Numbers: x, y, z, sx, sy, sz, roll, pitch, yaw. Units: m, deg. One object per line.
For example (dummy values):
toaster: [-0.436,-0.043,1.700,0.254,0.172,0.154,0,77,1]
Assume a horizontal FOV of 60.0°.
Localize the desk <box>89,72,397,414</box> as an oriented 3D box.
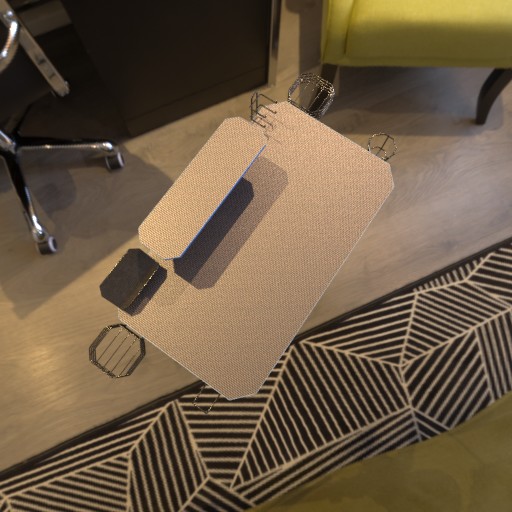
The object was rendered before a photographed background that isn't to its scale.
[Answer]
desk: [0.000,0.000,1.795,0.594,0.909,1.295,34,78,8]
